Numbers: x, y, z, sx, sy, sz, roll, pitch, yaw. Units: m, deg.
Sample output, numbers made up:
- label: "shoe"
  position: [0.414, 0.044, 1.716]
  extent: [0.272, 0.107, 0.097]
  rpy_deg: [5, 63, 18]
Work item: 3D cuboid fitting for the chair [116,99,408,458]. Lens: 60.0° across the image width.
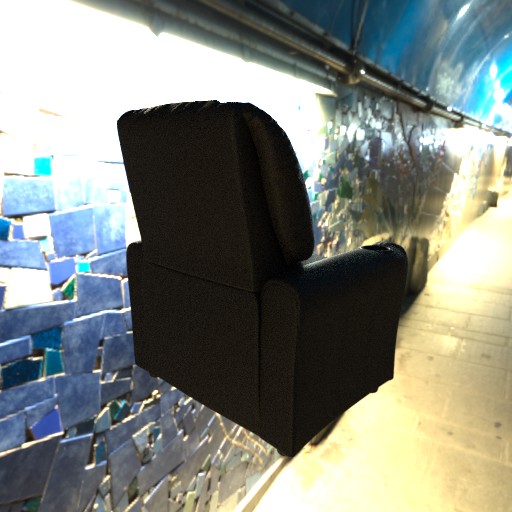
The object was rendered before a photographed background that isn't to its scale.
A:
- label: "chair"
  position: [0.000, 0.000, 1.118]
  extent: [0.610, 0.709, 0.521]
  rpy_deg: [12, 18, 42]
